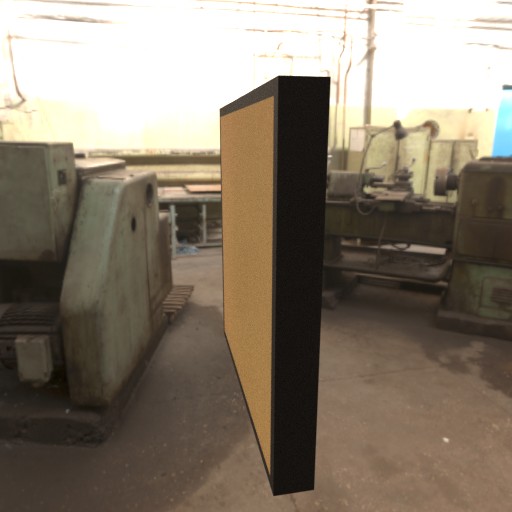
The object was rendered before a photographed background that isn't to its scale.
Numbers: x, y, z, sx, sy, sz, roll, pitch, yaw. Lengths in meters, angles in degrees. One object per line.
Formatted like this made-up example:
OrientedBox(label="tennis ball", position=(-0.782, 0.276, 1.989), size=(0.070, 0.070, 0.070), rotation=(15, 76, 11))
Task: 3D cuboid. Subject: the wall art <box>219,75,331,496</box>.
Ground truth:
OrientedBox(label="wall art", position=(0.000, 0.000, 0.452), size=(0.033, 0.304, 0.305), rotation=(-3, 15, -11))
